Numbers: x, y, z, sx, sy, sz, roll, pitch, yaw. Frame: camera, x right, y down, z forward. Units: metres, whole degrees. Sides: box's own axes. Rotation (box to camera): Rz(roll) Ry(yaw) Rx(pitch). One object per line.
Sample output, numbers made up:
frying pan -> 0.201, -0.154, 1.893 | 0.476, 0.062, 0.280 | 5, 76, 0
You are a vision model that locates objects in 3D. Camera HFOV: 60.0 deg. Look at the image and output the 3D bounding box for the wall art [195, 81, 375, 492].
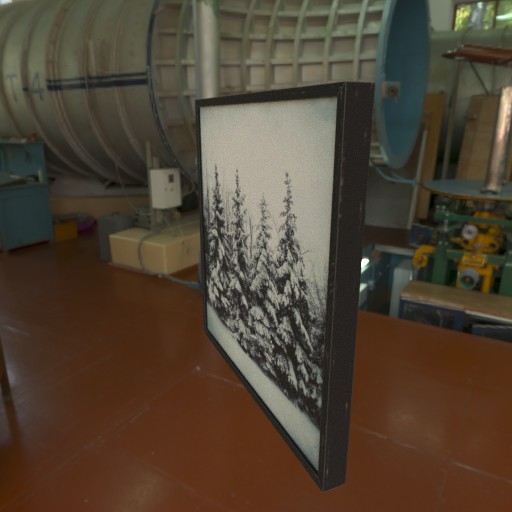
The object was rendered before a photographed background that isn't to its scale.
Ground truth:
wall art -> 0.000, 0.000, 0.735 | 0.036, 0.506, 0.506 | -8, 19, -23
